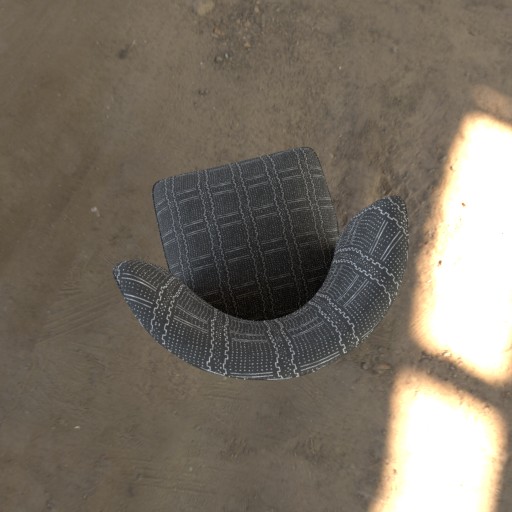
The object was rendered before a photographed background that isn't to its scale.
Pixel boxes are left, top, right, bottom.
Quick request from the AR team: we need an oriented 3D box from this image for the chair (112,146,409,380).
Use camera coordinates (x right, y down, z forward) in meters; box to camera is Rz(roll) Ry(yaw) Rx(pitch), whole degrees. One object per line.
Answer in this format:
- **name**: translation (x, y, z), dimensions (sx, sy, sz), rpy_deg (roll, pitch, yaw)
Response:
- **chair**: translation (0.000, 0.000, 1.430), dimensions (0.710, 0.866, 0.758), rpy_deg (-14, 76, -3)
